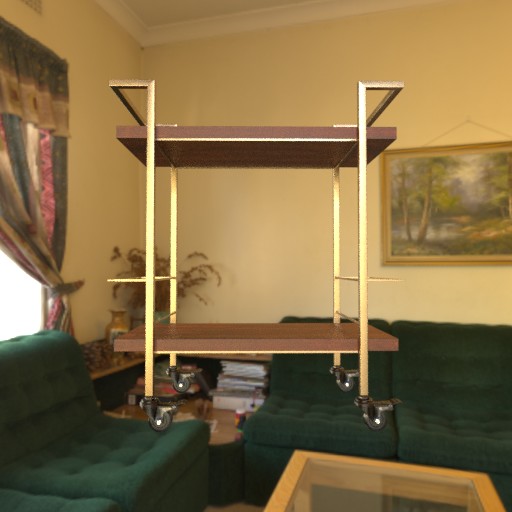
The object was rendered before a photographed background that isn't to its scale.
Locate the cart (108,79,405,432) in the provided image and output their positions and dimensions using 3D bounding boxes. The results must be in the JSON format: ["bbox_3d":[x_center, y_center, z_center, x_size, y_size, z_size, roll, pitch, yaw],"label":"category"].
[{"bbox_3d":[0.000,0.000,1.182,0.695,0.807,0.364,0,-2,-1],"label":"cart"}]
